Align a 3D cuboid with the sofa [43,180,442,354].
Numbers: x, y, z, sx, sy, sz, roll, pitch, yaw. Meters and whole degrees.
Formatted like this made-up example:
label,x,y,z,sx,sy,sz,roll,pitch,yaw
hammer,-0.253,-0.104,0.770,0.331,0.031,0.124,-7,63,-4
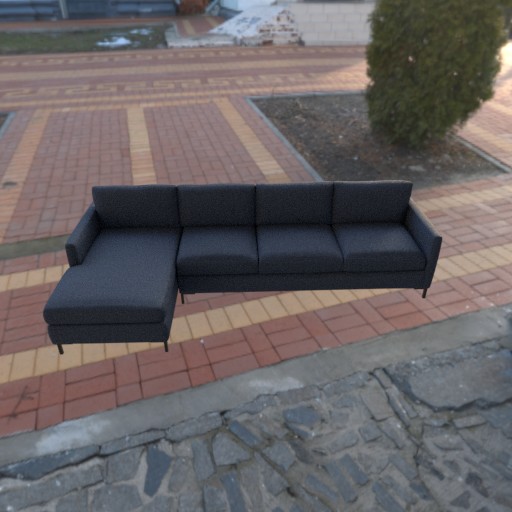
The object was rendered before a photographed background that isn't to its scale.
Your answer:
label,x,y,z,sx,sy,sz,roll,pitch,yaw
sofa,0.000,0.000,2.964,2.445,0.673,1.125,-1,32,-2
